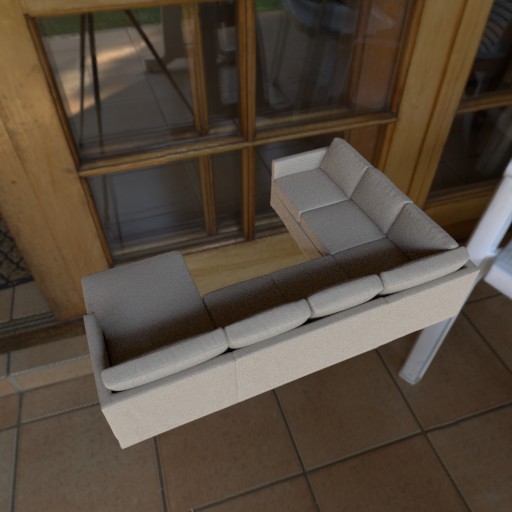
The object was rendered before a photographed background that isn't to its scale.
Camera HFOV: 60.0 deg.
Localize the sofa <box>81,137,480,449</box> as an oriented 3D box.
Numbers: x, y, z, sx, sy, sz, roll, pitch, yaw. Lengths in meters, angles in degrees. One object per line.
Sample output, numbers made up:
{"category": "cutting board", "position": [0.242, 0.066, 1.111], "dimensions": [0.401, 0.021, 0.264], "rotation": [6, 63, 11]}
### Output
{"category": "sofa", "position": [0.000, 0.000, 4.535], "dimensions": [3.460, 0.882, 2.427], "rotation": [-17, 47, -16]}
